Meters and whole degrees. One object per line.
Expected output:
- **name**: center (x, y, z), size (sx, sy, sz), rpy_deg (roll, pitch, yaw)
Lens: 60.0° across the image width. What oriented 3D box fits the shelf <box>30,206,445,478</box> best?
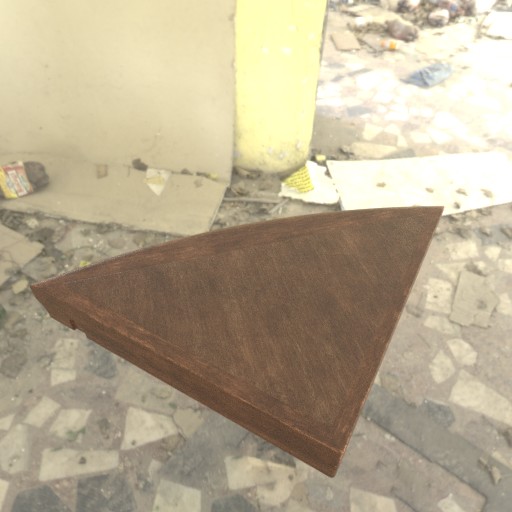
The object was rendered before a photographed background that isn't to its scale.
- **shelf**: center (0.000, 0.000, 0.463), size (0.310, 0.050, 0.310), rpy_deg (22, 50, 20)
